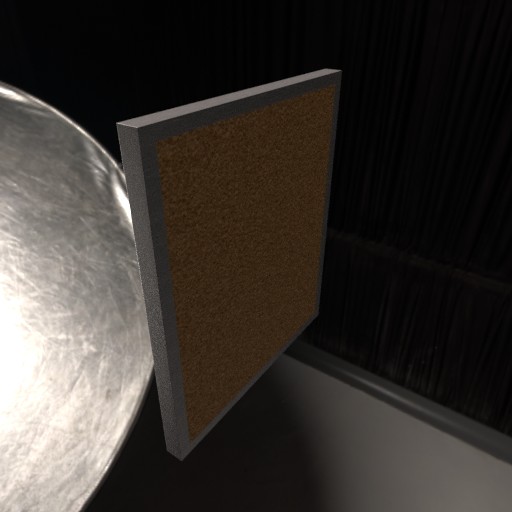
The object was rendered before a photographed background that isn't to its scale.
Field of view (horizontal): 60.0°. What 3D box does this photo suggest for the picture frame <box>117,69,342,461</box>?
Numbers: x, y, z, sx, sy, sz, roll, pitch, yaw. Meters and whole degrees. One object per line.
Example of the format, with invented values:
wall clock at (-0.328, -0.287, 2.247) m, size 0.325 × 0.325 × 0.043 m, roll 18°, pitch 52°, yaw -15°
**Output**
picture frame at (0.000, 0.000, 0.530) m, size 0.027 × 0.378 × 0.327 m, roll 20°, pitch 36°, yaw 30°
